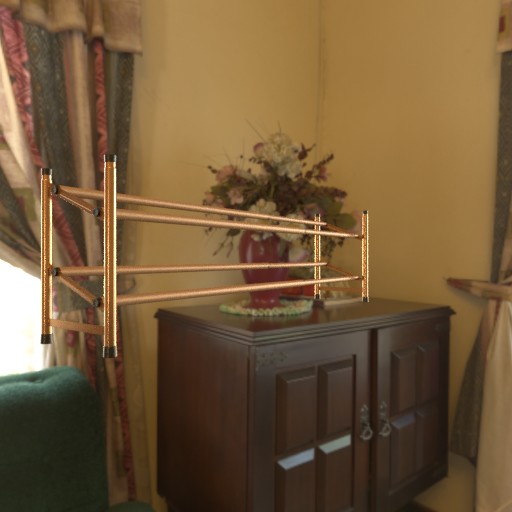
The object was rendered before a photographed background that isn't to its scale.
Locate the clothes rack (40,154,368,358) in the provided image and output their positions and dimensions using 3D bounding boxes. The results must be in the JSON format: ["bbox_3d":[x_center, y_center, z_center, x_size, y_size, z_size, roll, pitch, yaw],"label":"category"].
[{"bbox_3d":[0.000,0.000,1.289,0.229,0.349,1.168,0,0,36],"label":"clothes rack"}]
